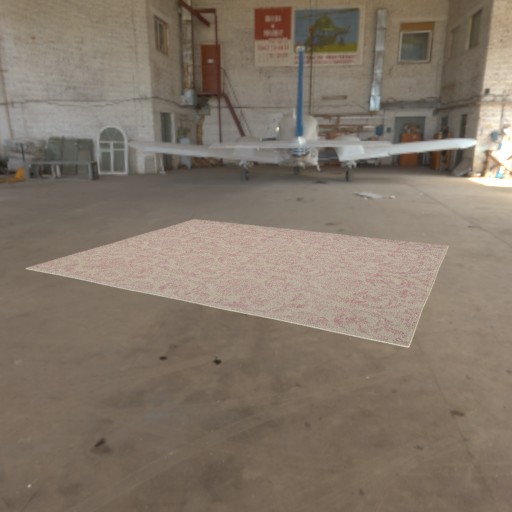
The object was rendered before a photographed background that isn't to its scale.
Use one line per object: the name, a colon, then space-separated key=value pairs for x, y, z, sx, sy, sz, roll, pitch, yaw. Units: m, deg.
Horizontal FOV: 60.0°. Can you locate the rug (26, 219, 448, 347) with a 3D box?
rug: x=0.000 y=0.000 z=3.938 sx=2.980 sy=0.012 sz=2.363 roll=8 pitch=17 yaw=26
